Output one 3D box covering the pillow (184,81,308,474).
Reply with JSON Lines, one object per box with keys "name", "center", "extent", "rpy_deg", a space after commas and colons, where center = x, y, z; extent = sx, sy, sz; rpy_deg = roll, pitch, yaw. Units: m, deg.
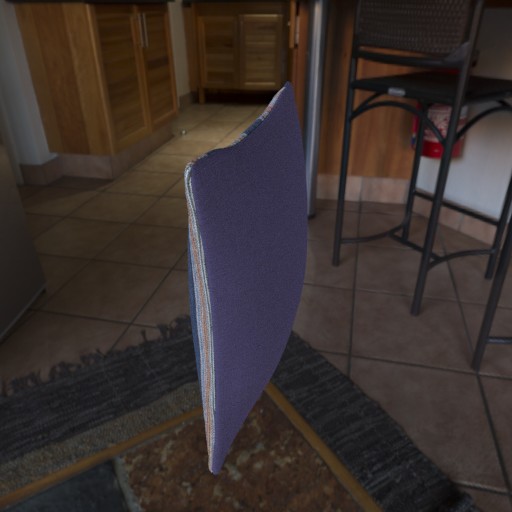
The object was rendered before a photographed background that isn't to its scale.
{"name": "pillow", "center": [0.000, 0.000, 0.647], "extent": [0.136, 0.419, 0.437], "rpy_deg": [8, 32, 13]}
